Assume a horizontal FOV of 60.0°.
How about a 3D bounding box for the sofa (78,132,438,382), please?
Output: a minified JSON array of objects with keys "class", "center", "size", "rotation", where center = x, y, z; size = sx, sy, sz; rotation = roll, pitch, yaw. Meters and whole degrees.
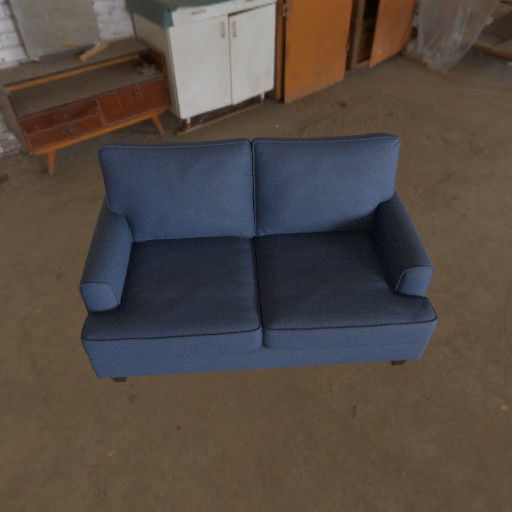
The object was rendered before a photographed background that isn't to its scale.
[{"class":"sofa","center":[0.000,0.000,2.281],"size":[1.651,0.965,0.965],"rotation":[-3,45,-3]}]
